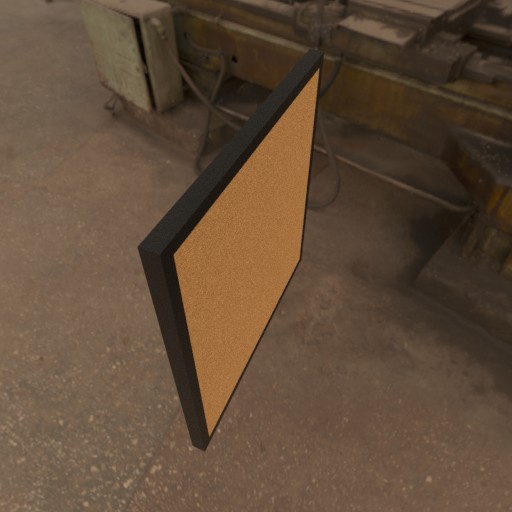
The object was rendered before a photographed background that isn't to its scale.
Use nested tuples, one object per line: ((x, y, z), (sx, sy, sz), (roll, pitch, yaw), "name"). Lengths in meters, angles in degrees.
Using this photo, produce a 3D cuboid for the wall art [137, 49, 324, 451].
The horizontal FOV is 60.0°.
((0.000, 0.000, 1.147), (0.038, 0.762, 0.762), (18, 49, 16), "wall art")
